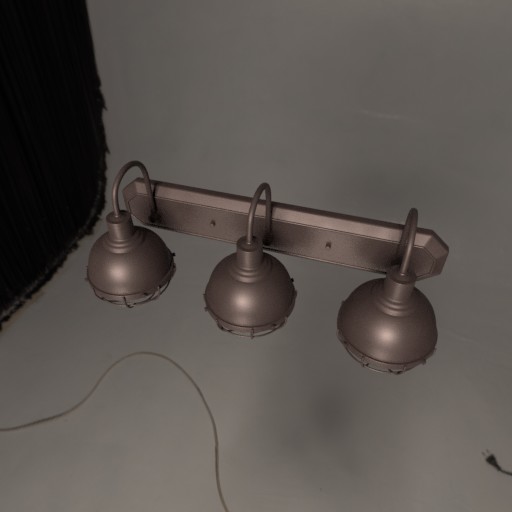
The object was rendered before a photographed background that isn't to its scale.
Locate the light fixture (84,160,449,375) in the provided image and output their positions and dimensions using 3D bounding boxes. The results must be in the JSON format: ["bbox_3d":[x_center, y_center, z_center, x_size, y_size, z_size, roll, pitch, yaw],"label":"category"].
[{"bbox_3d":[0.000,0.000,0.768,0.634,0.254,0.229,12,43,13],"label":"light fixture"}]
